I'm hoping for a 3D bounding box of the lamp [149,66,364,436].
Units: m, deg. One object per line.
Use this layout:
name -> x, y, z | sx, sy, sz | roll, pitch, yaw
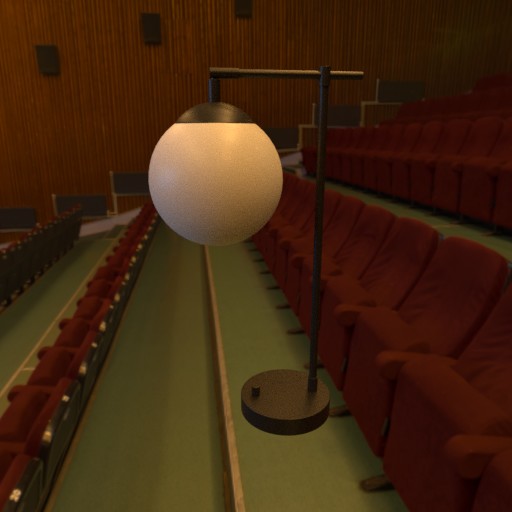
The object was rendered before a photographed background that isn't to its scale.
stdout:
lamp -> 0.000, 0.000, 0.701 | 0.316, 0.559, 0.197 | -2, 16, -8
